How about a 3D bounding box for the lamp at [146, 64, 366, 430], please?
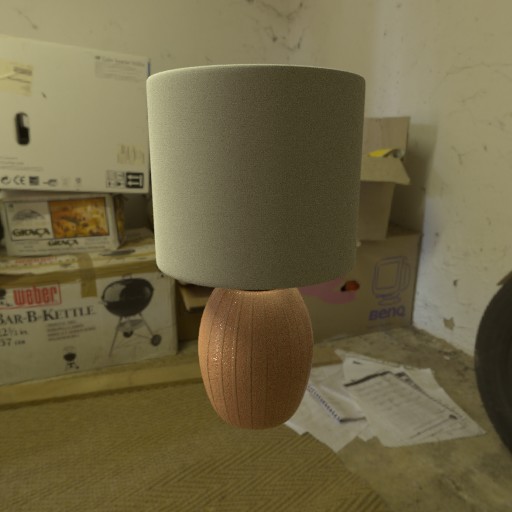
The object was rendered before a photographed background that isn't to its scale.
[{"bbox_3d":[0.000,0.000,0.747,0.329,0.570,0.329,0,14,0],"label":"lamp"}]
